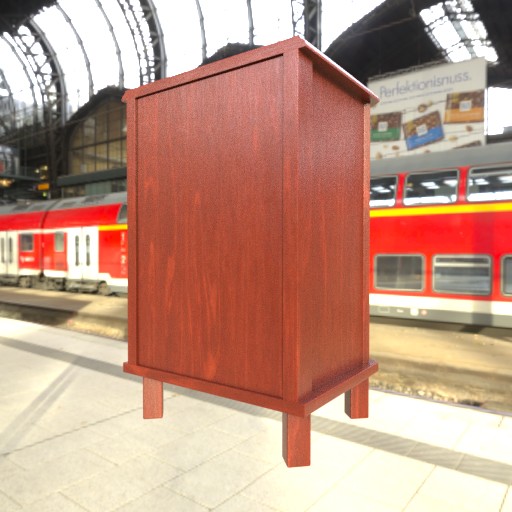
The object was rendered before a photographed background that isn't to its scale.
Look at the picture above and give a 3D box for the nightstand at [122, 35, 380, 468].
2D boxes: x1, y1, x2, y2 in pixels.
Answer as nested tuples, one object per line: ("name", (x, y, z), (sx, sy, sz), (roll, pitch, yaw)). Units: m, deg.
("nightstand", (0.000, 0.000, 0.940), (0.435, 0.681, 0.351), (1, 1, 36))
